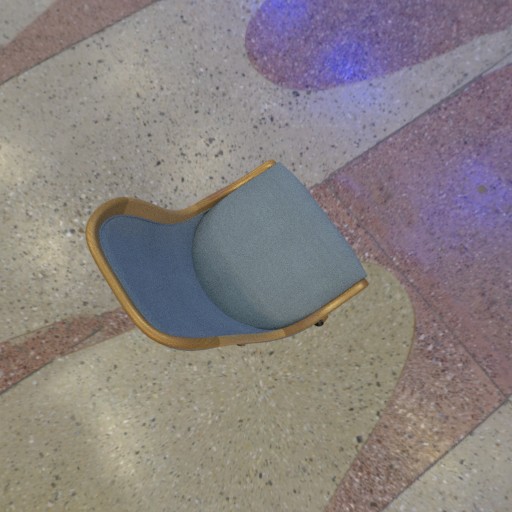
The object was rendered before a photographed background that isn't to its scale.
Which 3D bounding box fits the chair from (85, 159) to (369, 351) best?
[{"bbox_3d":[0.000,0.000,1.463,0.735,1.031,0.605,-33,77,-9],"label":"chair"}]
